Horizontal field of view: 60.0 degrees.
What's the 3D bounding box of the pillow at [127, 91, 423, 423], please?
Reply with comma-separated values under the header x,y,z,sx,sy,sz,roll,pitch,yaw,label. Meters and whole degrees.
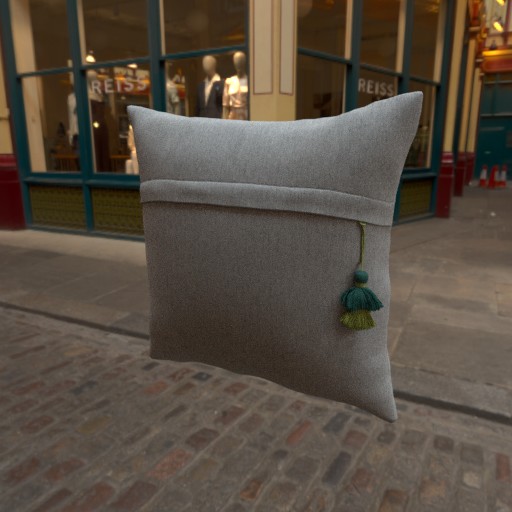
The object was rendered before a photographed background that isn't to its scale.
x,y,z,sx,sy,sz,roll,pitch,yaw,label
0.000,0.000,0.655,0.433,0.436,0.173,7,16,25,pillow
